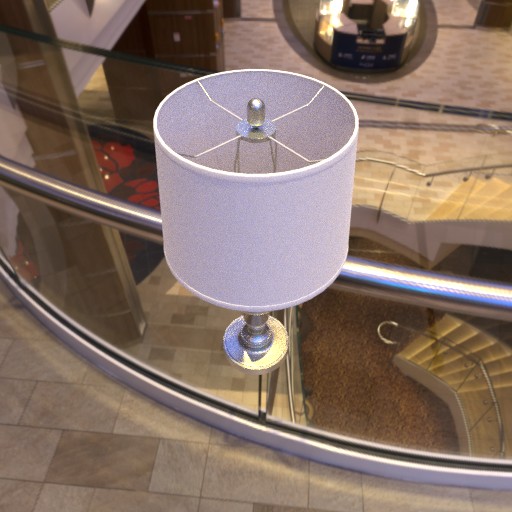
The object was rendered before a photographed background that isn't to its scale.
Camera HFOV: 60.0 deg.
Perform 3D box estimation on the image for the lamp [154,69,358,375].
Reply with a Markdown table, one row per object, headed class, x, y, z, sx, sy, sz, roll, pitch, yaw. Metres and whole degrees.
| class | x | y | z | sx | sy | sz | roll | pitch | yaw |
| --- | --- | --- | --- | --- | --- | --- | --- | --- | --- |
| lamp | 0.000 | 0.000 | 0.973 | 0.383 | 0.733 | 0.383 | 0 | 47 | 0 |
